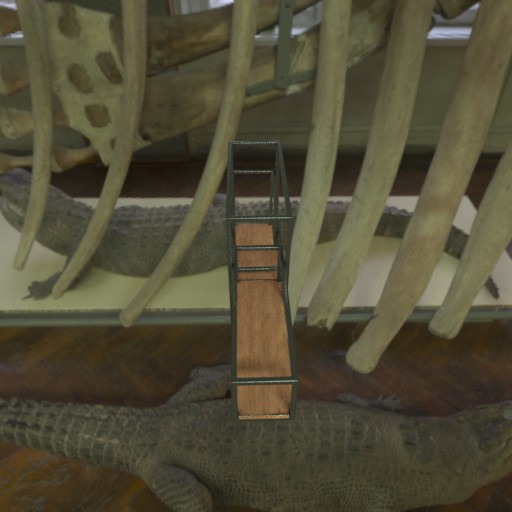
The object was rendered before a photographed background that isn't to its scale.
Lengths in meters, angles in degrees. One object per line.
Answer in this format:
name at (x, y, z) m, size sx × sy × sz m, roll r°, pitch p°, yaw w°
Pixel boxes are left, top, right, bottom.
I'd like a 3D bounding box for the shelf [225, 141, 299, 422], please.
shelf at (0.000, 0.000, 2.160) m, size 0.275 × 0.972 × 1.781 m, roll -1°, pitch 40°, yaw -1°
